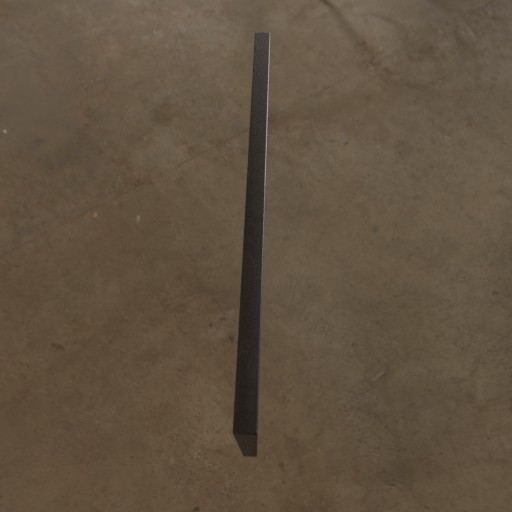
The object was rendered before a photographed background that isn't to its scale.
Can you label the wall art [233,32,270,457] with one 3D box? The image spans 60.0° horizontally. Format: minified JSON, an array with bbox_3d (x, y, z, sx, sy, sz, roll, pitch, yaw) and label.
[{"bbox_3d":[0.000,0.000,1.140,0.038,0.612,0.912,2,63,1],"label":"wall art"}]
